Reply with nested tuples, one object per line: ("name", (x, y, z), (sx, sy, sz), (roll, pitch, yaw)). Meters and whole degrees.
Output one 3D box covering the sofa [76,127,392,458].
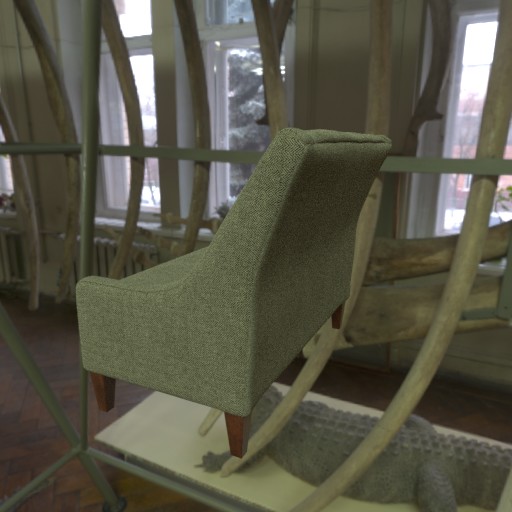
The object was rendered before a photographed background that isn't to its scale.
("sofa", (0.000, 0.000, 1.901), (0.870, 1.021, 1.242), (7, 16, 25))
